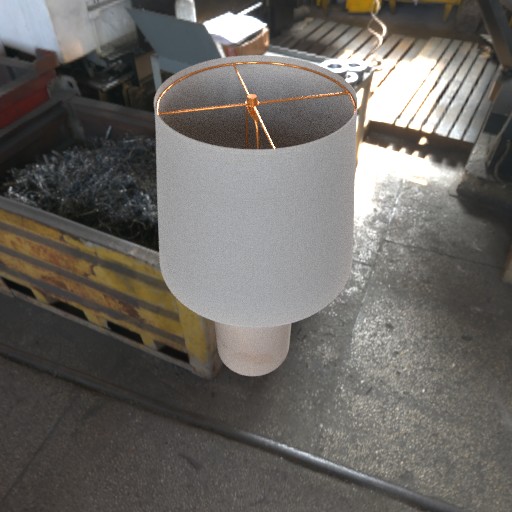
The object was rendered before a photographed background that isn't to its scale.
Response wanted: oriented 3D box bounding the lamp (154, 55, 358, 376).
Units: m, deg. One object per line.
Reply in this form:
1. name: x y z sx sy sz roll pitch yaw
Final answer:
1. lamp: 0.000 0.000 0.448 0.189 0.340 0.189 0 46 0
